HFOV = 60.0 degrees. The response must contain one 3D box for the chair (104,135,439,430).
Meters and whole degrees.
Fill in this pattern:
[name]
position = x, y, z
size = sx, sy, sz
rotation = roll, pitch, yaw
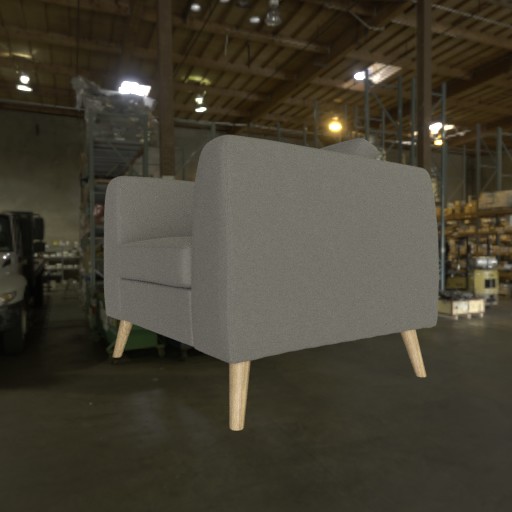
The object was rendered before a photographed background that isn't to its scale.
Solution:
[chair]
position = 0.000, 0.000, 1.730
size = 0.930, 0.860, 1.000
rotation = -1, 1, -36
